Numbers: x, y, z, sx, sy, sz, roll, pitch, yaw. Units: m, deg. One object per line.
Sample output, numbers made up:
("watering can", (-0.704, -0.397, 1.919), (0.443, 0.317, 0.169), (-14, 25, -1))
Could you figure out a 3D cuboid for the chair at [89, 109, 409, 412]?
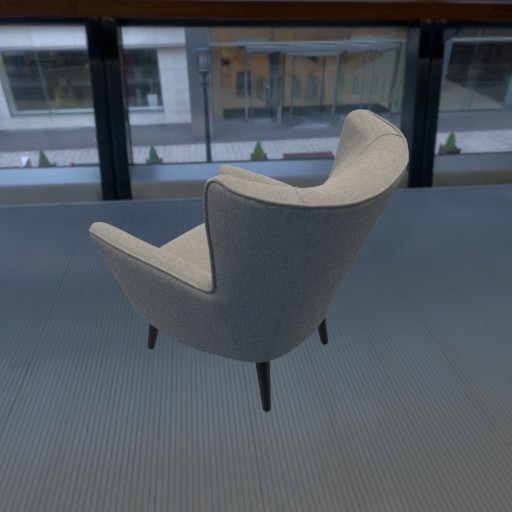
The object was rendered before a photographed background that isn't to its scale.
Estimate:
("chair", (0.000, 0.000, 1.586), (0.888, 0.933, 0.781), (22, 38, 30))
